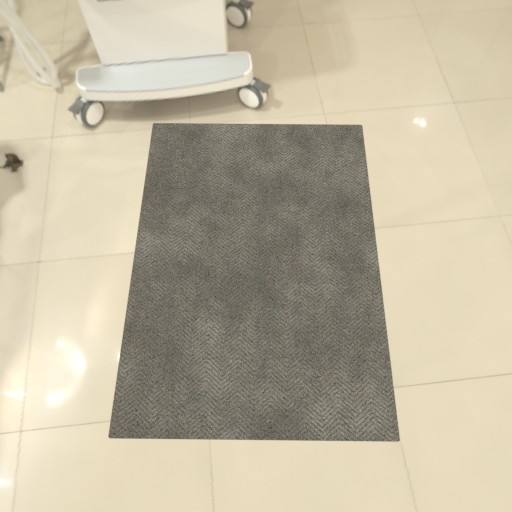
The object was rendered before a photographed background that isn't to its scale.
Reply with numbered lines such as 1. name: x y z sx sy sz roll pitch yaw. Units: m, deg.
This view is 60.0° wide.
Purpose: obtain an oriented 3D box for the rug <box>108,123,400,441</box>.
1. rug: 0.000 0.000 2.911 1.600 0.008 2.235 1 65 0
